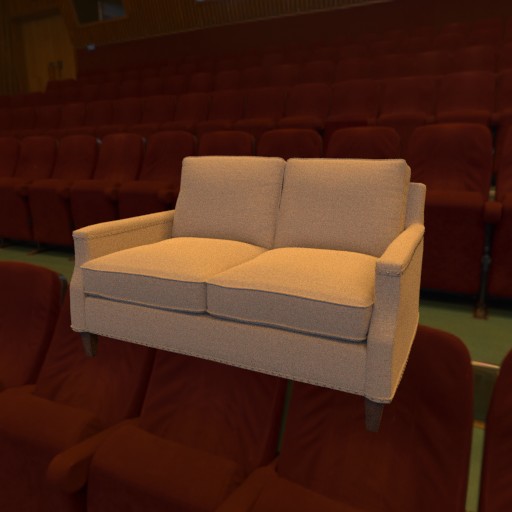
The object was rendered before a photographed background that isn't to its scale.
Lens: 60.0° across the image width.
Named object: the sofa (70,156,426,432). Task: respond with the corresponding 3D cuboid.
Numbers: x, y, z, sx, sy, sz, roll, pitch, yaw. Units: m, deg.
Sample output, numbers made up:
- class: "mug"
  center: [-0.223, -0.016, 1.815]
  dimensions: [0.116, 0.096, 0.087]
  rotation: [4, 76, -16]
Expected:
- class: "sofa"
  center: [0.000, 0.000, 2.296]
  dimensions: [1.597, 1.003, 1.084]
  rotation: [6, 15, 25]
